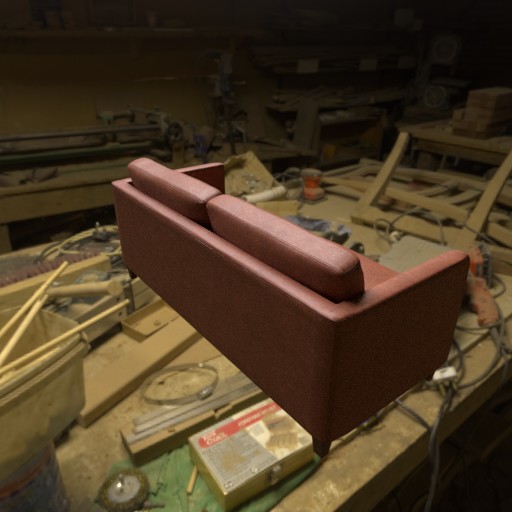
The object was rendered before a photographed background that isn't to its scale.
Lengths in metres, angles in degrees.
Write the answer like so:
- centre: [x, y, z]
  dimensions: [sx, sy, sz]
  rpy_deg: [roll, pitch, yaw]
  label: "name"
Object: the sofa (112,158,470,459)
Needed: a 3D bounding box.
- centre: [0.000, 0.000, 2.737]
  dimensions: [0.950, 0.932, 2.204]
  rpy_deg: [-19, 32, -33]
  label: "sofa"
